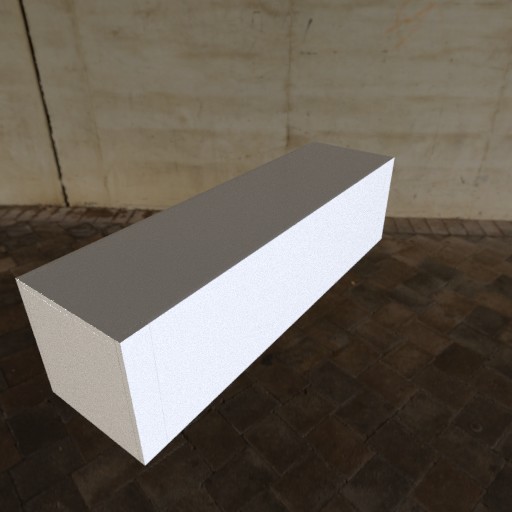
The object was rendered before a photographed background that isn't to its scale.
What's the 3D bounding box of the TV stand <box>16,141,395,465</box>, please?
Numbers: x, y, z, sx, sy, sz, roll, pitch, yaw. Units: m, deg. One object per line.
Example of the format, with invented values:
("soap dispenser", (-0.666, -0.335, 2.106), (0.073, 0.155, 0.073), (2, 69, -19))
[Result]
("TV stand", (0.000, 0.000, 1.651), (0.410, 0.440, 1.500), (21, 36, 31))
